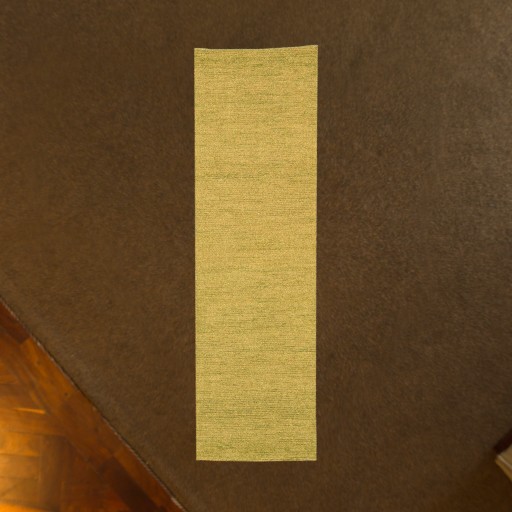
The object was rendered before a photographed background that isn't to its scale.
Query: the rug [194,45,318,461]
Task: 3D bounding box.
[{"bbox_3d":[0.000,0.000,2.492,0.686,0.013,2.340,0,92,0],"label":"rug"}]
